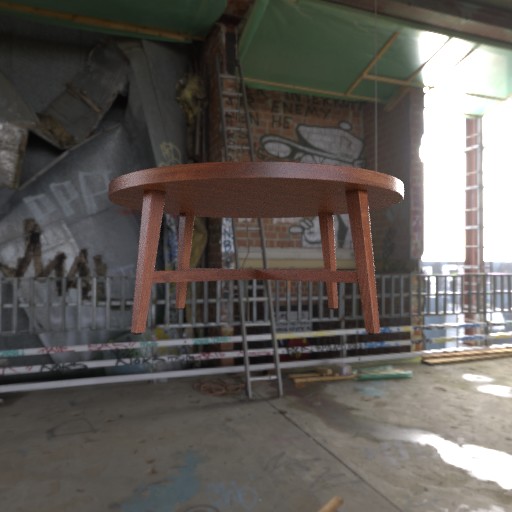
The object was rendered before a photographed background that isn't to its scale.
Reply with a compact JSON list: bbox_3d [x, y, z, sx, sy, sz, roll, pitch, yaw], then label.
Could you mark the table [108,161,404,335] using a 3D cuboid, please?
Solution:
[{"bbox_3d":[0.000,0.000,1.264,0.800,0.360,0.800,0,-1,0],"label":"table"}]
